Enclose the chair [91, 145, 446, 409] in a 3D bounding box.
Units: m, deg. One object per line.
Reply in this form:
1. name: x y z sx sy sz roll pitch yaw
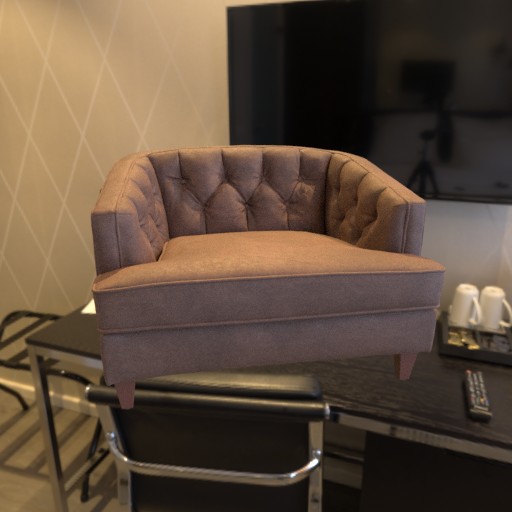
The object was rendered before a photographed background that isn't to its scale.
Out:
1. chair: 0.000 0.000 1.727 1.118 0.787 0.914 -3 18 -9
